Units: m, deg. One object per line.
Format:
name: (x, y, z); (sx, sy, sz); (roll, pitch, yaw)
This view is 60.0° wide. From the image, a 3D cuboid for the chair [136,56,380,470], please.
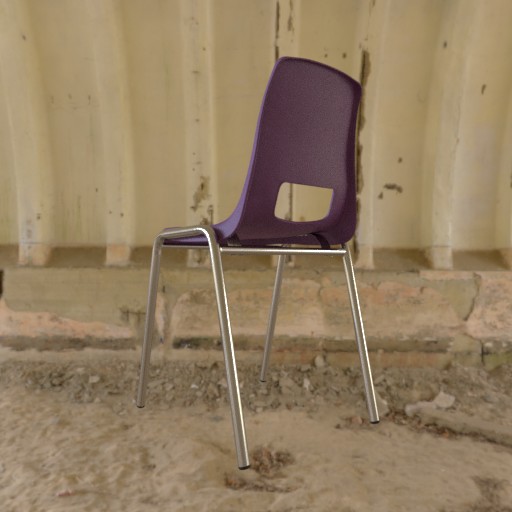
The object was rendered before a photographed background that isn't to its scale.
chair: (0.000, 0.000, 0.980); (0.381, 0.704, 0.432); (0, -1, -37)
